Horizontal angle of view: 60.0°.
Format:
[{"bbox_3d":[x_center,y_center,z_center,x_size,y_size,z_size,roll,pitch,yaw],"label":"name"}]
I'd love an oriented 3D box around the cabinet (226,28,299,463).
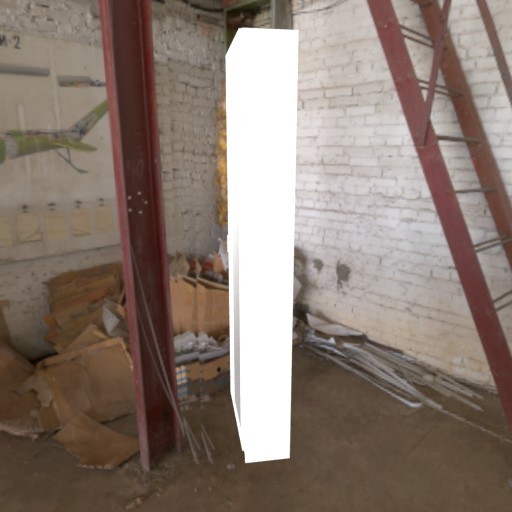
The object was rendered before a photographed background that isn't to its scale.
[{"bbox_3d":[0.000,0.000,2.034,0.230,1.790,0.500,-2,14,-9],"label":"cabinet"}]
